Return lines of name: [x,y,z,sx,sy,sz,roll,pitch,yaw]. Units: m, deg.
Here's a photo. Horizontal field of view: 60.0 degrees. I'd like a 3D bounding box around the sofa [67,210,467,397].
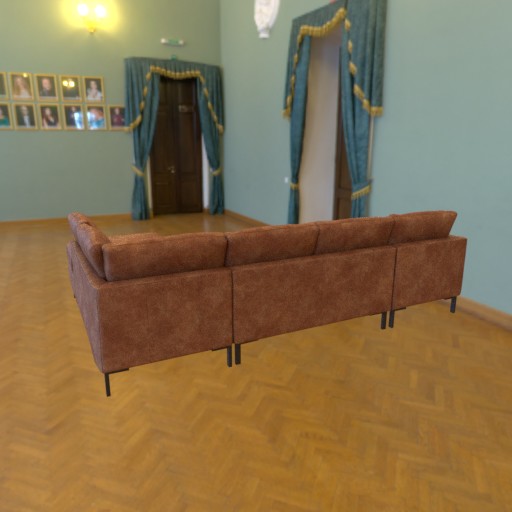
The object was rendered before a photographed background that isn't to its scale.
sofa: [0.000,0.000,3.887,2.956,0.900,1.939,-7,16,-26]
